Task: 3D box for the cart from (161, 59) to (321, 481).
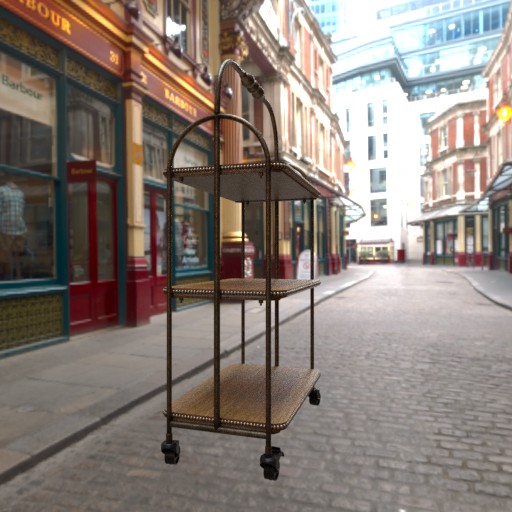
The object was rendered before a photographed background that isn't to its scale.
[{"bbox_3d":[0.000,0.000,1.350,0.330,1.052,0.650,0,0,18],"label":"cart"}]
